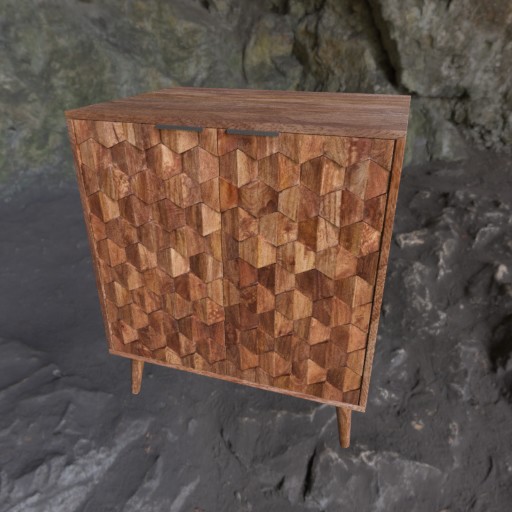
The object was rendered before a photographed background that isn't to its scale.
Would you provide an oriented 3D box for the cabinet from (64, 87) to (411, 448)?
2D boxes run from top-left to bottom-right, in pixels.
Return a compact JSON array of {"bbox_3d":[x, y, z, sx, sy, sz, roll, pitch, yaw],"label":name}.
[{"bbox_3d":[0.000,0.000,1.149,0.647,0.758,0.473,8,28,16],"label":"cabinet"}]
